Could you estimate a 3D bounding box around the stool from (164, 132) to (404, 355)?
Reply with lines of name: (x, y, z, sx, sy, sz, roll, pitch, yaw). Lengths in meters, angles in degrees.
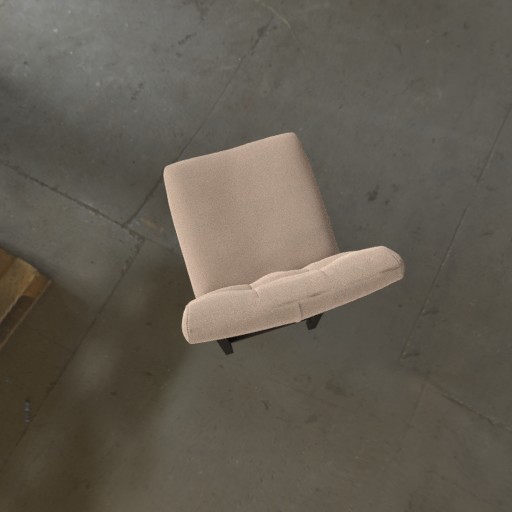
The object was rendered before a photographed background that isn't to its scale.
stool: (0.000, 0.000, 1.321, 0.411, 1.047, 0.548, -16, 74, -5)
